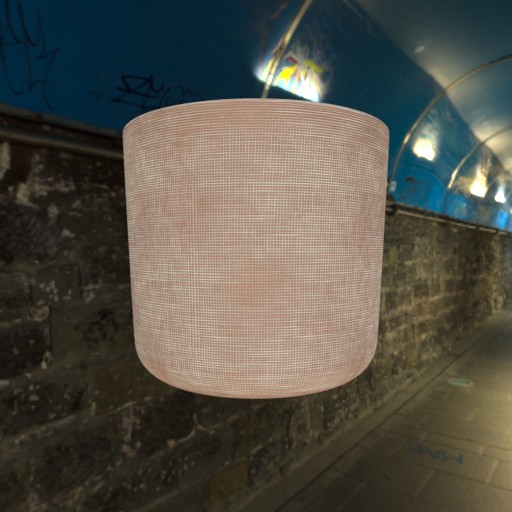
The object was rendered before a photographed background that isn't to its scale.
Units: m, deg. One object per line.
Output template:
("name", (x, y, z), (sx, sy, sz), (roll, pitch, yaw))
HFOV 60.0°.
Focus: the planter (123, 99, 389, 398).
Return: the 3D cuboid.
("planter", (0.000, 0.000, 0.769), (0.440, 0.398, 0.440), (0, 1, 0))
